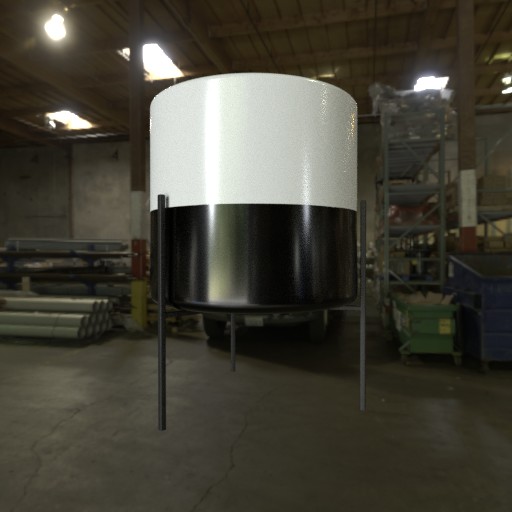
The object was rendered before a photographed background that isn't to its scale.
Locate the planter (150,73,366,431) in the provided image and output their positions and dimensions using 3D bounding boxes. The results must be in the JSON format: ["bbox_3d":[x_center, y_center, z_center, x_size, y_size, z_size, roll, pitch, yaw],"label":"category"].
[{"bbox_3d":[0.000,0.000,0.666,0.310,0.432,0.310,0,1,1],"label":"planter"}]
